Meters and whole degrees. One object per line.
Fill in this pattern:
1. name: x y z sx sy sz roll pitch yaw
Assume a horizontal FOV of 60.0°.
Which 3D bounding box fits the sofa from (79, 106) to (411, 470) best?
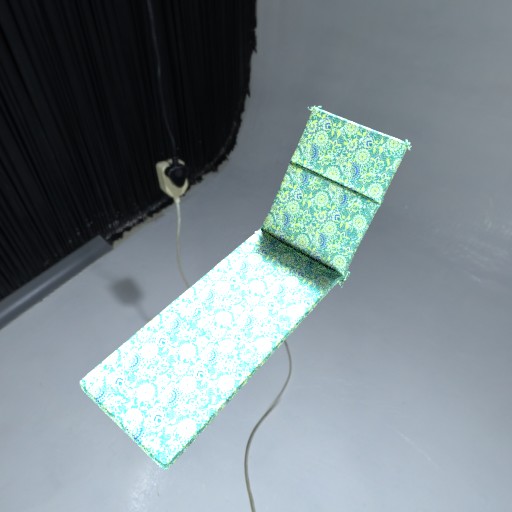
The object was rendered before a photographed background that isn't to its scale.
1. sofa: 0.000 0.000 1.946 0.582 0.622 1.663 31 54 26
